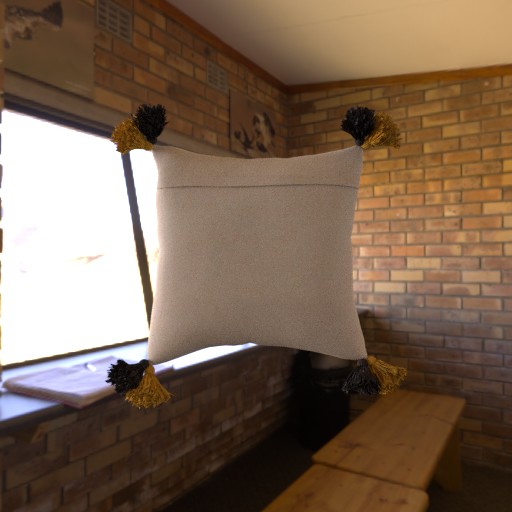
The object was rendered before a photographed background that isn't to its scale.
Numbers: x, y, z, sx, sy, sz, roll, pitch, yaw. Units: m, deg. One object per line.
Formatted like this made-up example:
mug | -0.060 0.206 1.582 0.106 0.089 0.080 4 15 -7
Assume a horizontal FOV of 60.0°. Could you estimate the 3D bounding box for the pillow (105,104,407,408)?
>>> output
pillow | 0.000 0.000 0.975 0.654 0.659 0.139 0 -1 0
